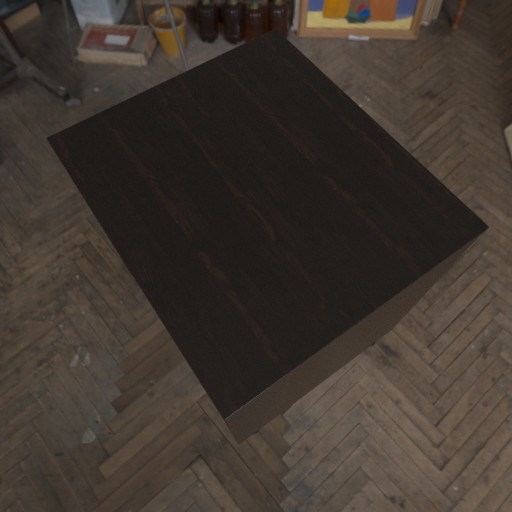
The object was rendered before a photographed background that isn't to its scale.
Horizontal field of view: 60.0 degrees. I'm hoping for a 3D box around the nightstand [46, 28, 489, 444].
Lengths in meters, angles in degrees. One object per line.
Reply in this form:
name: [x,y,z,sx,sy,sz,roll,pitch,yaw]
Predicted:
nightstand: [0.000,0.000,0.849,0.427,0.487,0.489,-32,68,-15]
